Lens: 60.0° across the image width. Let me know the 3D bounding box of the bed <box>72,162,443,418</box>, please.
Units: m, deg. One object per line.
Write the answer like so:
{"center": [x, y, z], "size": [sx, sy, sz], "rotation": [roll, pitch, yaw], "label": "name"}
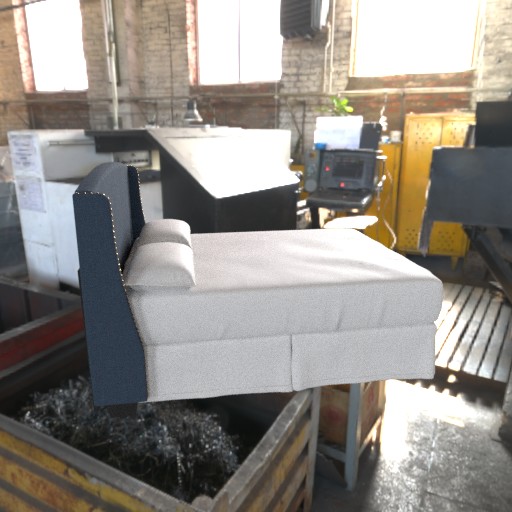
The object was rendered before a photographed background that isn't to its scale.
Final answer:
{"center": [0.000, 0.000, 3.376], "size": [2.237, 1.407, 1.710], "rotation": [-3, 17, -9], "label": "bed"}
